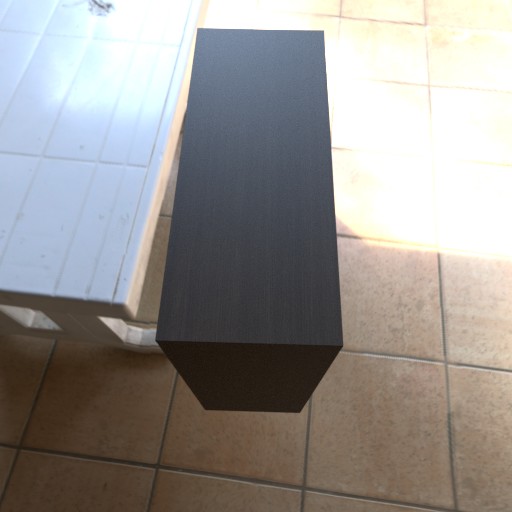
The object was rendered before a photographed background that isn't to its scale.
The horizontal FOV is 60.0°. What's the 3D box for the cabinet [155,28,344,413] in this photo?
[{"bbox_3d":[0.000,0.000,1.689,0.400,1.170,1.010,1,63,1],"label":"cabinet"}]
